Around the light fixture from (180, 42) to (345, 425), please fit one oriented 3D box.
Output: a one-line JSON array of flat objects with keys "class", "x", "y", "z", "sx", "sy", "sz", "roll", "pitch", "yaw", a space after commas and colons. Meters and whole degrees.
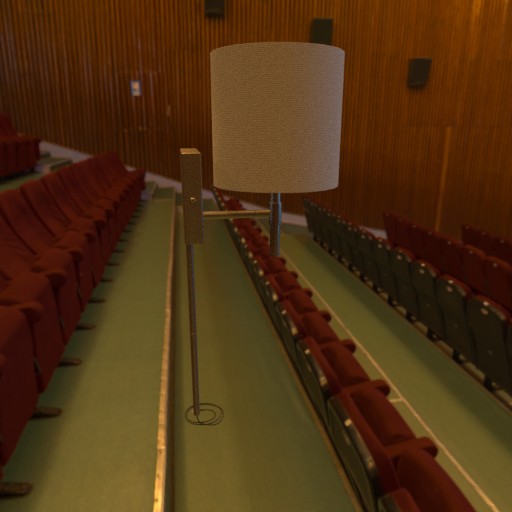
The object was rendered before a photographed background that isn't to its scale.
[{"class": "light fixture", "x": 0.000, "y": 0.000, "z": 0.702, "sx": 0.248, "sy": 0.589, "sz": 0.188, "roll": -3, "pitch": 16, "yaw": -10}]
